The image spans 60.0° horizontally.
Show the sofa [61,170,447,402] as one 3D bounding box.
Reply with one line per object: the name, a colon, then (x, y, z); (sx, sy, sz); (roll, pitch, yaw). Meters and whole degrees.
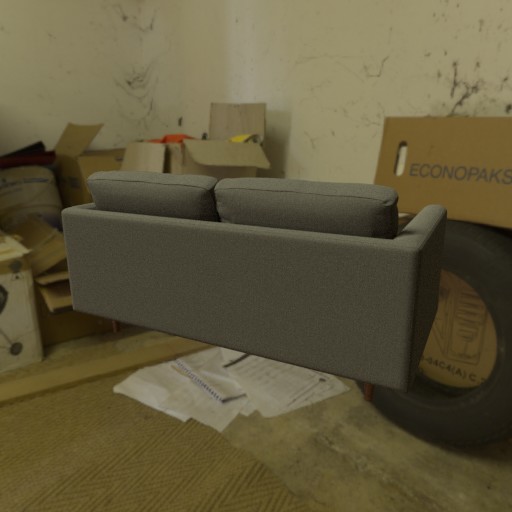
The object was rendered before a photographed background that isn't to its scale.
sofa: (0.000, 0.000, 2.266); (1.713, 0.866, 0.940); (8, 18, 27)
